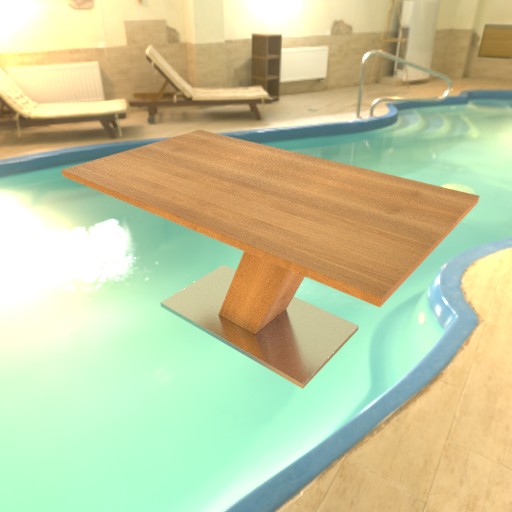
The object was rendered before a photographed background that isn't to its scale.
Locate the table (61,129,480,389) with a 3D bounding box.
[{"bbox_3d":[0.000,0.000,2.117,1.600,0.750,0.900,23,37,33],"label":"table"}]
